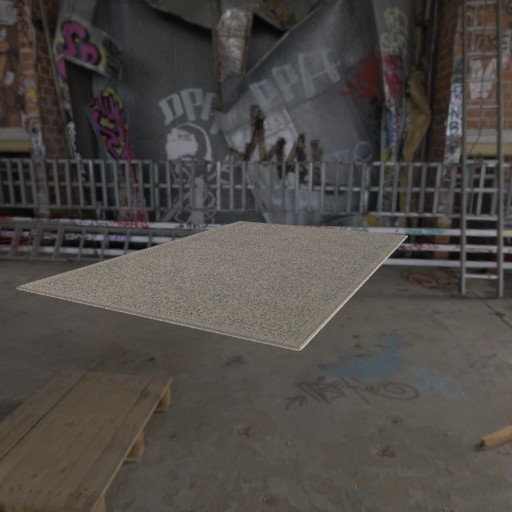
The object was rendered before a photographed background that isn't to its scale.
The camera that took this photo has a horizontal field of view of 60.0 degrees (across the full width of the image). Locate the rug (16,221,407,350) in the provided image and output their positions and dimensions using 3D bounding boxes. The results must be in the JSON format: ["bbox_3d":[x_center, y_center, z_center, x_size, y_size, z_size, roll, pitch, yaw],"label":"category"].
[{"bbox_3d":[0.000,0.000,2.286,1.219,0.010,1.829,7,15,26],"label":"rug"}]
